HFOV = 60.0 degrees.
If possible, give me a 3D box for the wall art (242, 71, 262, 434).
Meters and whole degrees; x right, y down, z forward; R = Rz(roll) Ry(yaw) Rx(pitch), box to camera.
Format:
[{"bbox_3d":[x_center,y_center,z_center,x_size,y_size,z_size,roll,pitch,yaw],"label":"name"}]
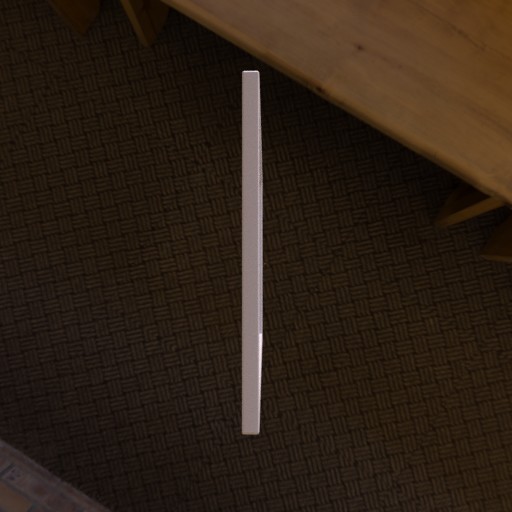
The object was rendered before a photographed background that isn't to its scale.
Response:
[{"bbox_3d":[0.000,0.000,1.574,0.038,1.183,0.808,0,89,1],"label":"wall art"}]
